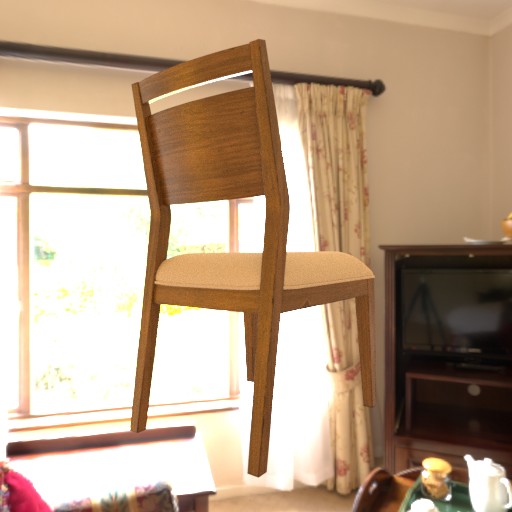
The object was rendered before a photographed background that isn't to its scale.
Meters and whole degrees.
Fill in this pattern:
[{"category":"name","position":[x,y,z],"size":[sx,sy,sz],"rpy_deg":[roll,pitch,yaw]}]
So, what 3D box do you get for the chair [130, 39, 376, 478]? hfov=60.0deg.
[{"category":"chair","position":[0.000,0.000,1.293],"size":[0.497,0.939,0.610],"rpy_deg":[0,0,36]}]
